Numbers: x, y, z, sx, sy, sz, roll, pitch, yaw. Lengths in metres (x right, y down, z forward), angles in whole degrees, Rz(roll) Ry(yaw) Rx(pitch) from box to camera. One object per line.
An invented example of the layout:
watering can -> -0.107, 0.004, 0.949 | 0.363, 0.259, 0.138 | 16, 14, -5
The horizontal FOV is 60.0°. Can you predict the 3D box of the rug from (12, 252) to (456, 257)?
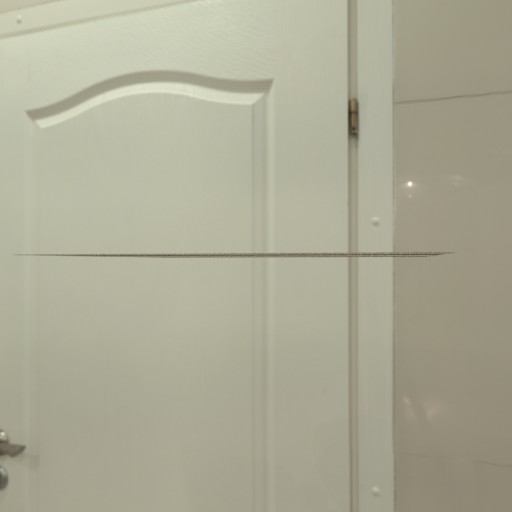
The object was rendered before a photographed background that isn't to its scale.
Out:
rug -> 0.000, 0.000, 3.994 | 3.037, 0.004, 2.453 | 0, -1, 17
